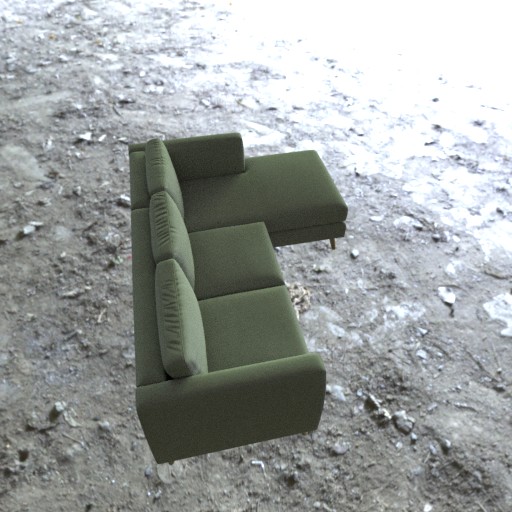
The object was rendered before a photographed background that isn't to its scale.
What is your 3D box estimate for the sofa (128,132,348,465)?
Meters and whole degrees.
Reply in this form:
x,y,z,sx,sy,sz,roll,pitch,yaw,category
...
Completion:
x,y,z,sx,sy,sz,roll,pitch,yaw,category
0.000,0.000,3.031,1.580,0.860,2.300,-9,47,-8,sofa
